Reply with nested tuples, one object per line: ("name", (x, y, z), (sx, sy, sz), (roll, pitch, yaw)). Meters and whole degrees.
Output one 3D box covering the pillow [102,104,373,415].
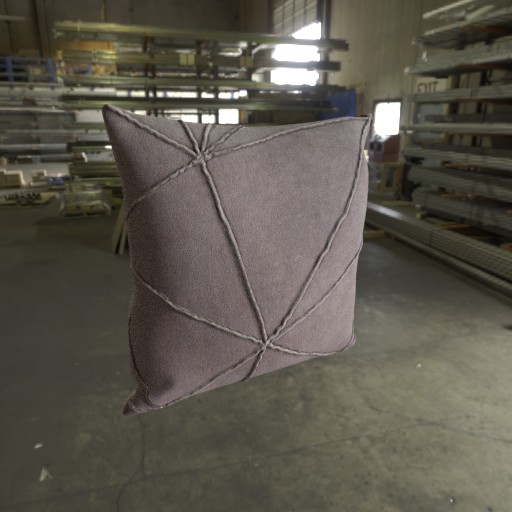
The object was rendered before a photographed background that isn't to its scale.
("pillow", (0.000, 0.000, 0.688), (0.439, 0.440, 0.185), (-9, 19, -27))
